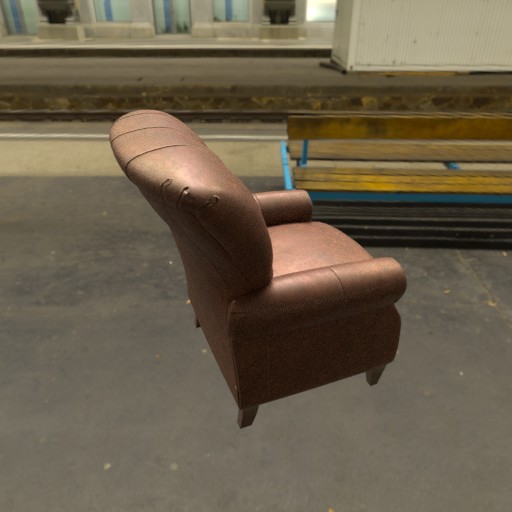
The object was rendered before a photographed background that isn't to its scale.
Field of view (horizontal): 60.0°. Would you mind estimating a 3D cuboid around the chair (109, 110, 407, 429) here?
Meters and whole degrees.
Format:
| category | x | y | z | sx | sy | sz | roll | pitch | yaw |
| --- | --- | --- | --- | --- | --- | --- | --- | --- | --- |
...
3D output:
| category | x | y | z | sx | sy | sz | roll | pitch | yaw |
| --- | --- | --- | --- | --- | --- | --- | --- | --- | --- |
| chair | 0.000 | 0.000 | 1.897 | 1.031 | 1.162 | 0.979 | -11 | 32 | -19 |
